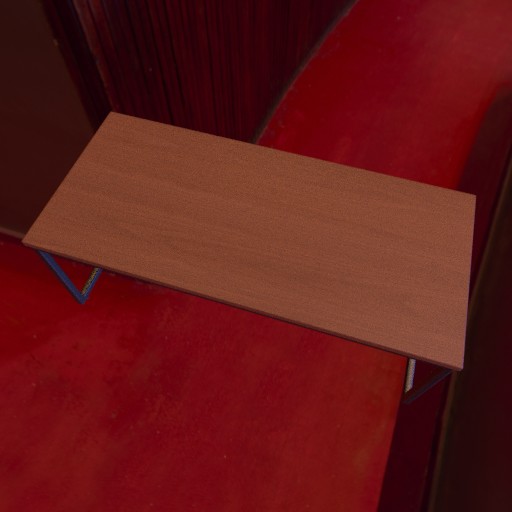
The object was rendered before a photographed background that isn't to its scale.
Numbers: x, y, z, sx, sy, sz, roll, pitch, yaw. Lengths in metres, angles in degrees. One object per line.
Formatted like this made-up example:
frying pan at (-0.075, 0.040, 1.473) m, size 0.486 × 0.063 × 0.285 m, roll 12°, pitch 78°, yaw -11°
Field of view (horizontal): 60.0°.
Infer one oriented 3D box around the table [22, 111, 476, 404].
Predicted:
table at (0.000, 0.000, 1.340) m, size 1.100 × 0.400 × 0.500 m, roll 15°, pitch 61°, yaw 9°
